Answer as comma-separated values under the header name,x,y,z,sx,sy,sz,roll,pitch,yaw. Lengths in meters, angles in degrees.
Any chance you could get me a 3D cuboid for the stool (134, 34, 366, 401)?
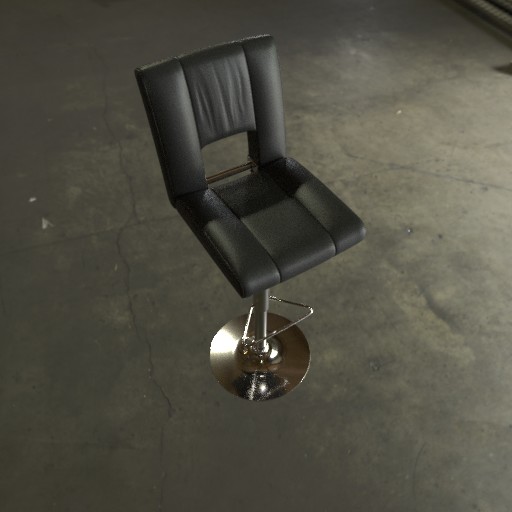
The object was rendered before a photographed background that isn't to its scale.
name,x,y,z,sx,sy,sz,roll,pitch,yaw
stool,0.000,0.000,1.419,0.415,1.151,0.520,-25,53,-20
